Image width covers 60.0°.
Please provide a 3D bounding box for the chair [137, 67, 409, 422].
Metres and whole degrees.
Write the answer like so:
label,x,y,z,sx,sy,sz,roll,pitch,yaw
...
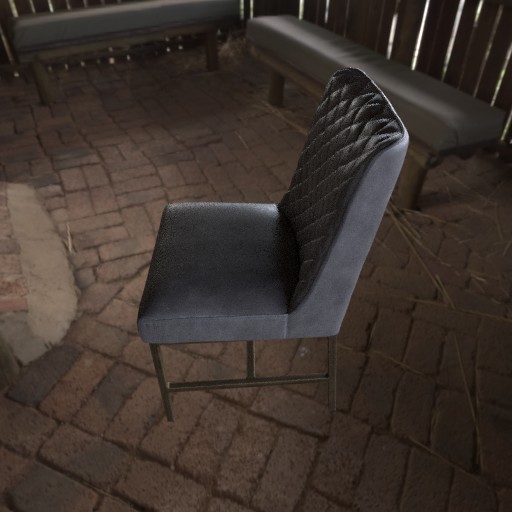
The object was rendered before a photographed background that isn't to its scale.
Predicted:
label,x,y,z,sx,sy,sz,roll,pitch,yaw
chair,0.000,0.000,1.238,0.587,0.889,0.508,-1,40,-1
